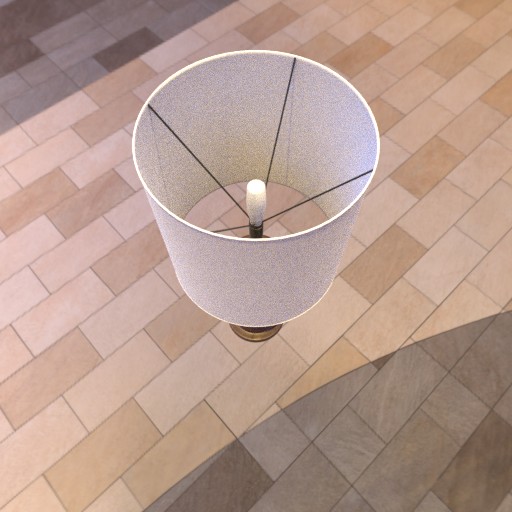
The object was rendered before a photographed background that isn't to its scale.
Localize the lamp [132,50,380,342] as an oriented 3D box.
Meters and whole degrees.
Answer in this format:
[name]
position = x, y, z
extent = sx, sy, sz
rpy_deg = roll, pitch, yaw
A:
[lamp]
position = 0.000, 0.000, 0.579
extent = 0.208, 0.455, 0.208
rpy_deg = 1, 63, 0
